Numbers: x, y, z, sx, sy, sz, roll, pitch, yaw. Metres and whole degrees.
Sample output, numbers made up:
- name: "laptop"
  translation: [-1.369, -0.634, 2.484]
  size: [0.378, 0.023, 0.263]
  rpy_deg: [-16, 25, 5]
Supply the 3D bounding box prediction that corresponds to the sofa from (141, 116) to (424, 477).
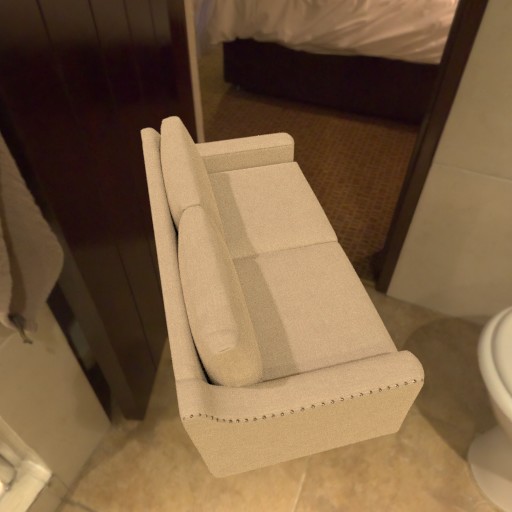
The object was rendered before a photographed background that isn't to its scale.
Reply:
- name: "sofa"
  translation: [0.000, 0.000, 2.662]
  size: [1.104, 0.983, 2.107]
  rpy_deg: [-10, 47, -10]
